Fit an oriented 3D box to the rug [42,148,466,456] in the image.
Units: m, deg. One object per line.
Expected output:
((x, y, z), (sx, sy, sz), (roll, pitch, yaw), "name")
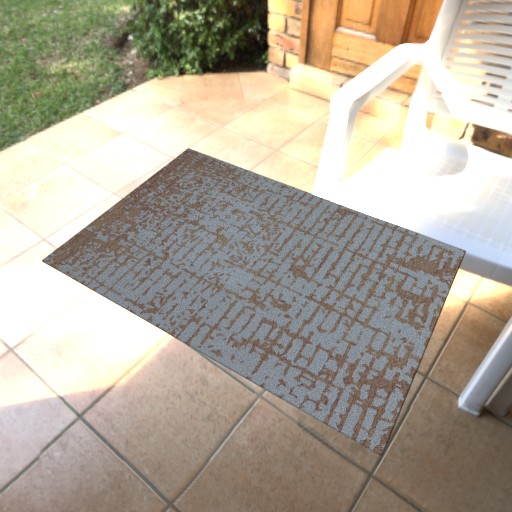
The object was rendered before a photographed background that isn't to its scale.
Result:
((0.000, 0.000, 2.291), (1.829, 0.011, 1.219), (24, 51, 21), "rug")
